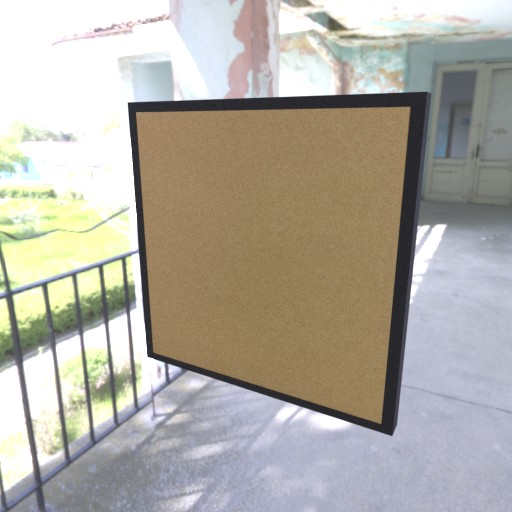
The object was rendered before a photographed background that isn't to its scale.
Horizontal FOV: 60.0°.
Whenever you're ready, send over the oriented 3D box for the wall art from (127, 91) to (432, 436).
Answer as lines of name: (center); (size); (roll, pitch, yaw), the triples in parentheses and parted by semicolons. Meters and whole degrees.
wall art: (0.000, 0.000, 0.756); (0.508, 0.507, 0.033); (9, 18, 28)
